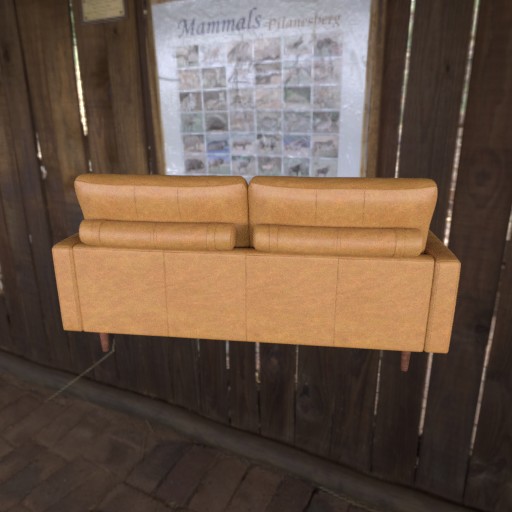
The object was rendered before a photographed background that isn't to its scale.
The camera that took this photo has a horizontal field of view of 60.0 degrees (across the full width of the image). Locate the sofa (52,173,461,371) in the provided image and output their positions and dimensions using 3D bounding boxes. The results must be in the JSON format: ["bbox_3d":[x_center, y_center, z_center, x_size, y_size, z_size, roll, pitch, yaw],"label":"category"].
[{"bbox_3d":[0.000,0.000,2.314,1.821,0.898,0.850,2,18,7],"label":"sofa"}]
